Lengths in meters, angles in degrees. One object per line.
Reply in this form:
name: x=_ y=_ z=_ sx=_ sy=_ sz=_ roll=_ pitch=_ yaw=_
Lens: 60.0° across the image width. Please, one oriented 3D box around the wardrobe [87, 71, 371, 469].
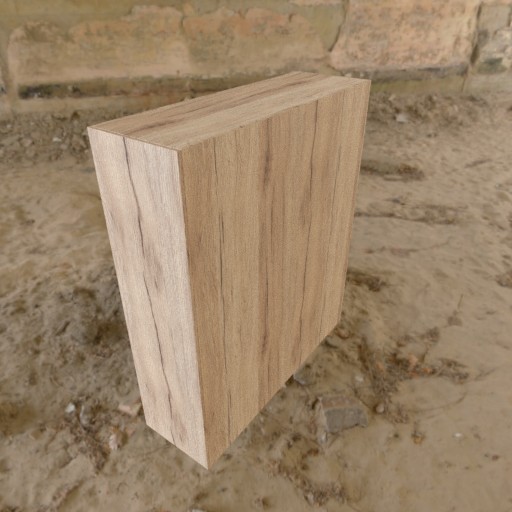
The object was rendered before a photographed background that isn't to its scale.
wardrobe: x=0.000 y=0.000 z=3.024 sx=0.580 sy=2.070 sz=1.810 roll=21 pitch=38 yaw=30
